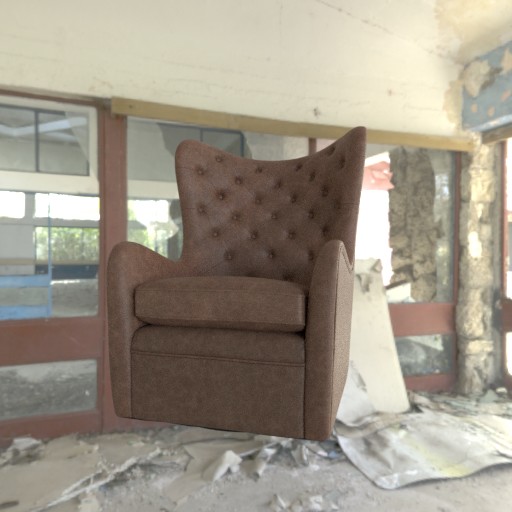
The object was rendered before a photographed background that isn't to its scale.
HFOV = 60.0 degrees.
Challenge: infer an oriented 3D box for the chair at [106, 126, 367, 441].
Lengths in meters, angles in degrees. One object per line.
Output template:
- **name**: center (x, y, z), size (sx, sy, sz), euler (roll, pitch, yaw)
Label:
- **chair**: center (0.000, 0.000, 1.744), size (0.831, 1.079, 0.930), euler (0, 1, 17)
